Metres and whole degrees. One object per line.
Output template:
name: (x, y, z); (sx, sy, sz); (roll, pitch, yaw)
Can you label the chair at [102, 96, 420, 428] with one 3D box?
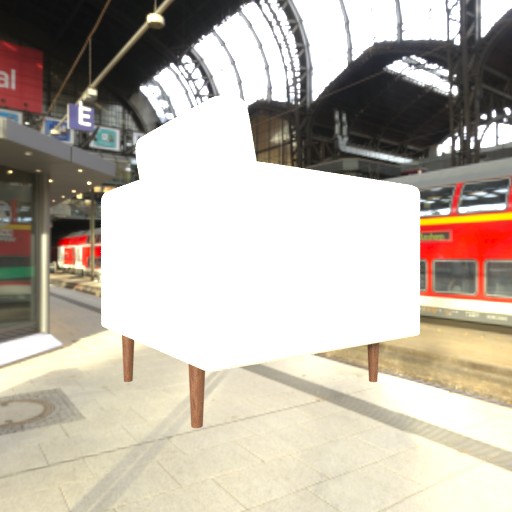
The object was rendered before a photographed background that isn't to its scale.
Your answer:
chair: (0.000, 0.000, 1.606); (0.879, 0.899, 0.831); (0, 0, -36)
